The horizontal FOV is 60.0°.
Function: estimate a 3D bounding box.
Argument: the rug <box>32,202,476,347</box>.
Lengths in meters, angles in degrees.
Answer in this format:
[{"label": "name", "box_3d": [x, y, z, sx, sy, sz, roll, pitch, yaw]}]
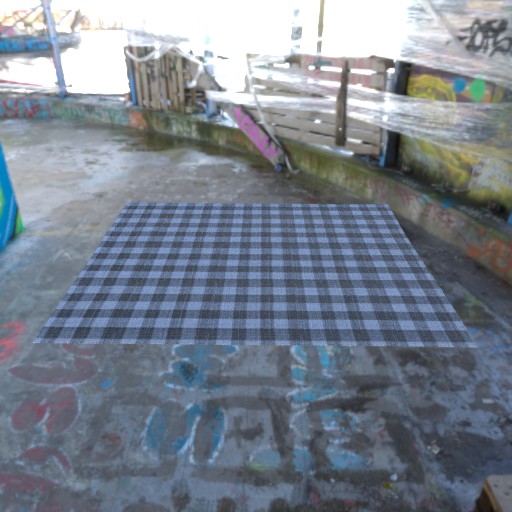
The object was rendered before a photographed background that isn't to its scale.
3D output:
[{"label": "rug", "box_3d": [0.000, 0.000, 4.058, 3.021, 0.013, 2.432, 0, 30, 1]}]
